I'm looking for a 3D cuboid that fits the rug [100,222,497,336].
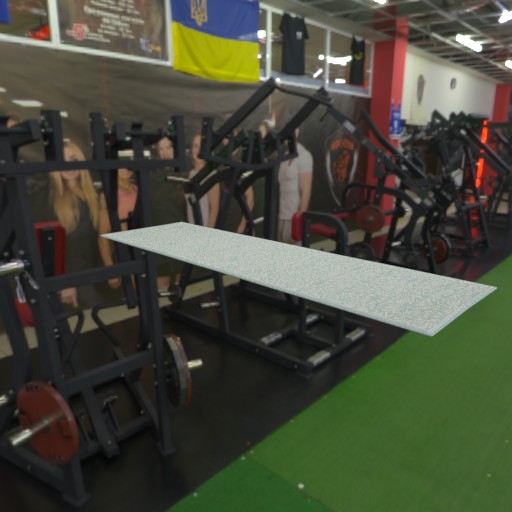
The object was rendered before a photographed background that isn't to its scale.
[{"bbox_3d":[0.000,0.000,2.379,2.196,0.011,0.662,14,20,42],"label":"rug"}]
